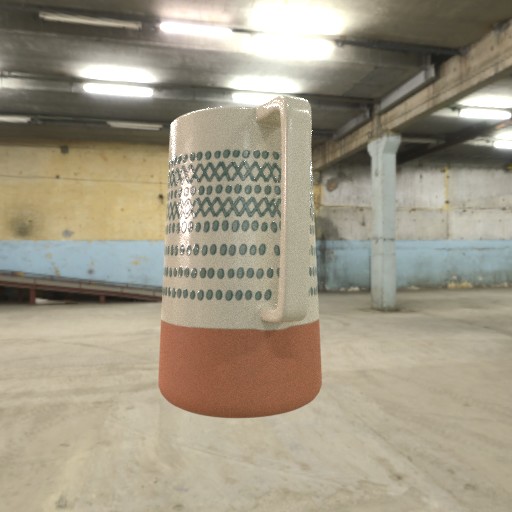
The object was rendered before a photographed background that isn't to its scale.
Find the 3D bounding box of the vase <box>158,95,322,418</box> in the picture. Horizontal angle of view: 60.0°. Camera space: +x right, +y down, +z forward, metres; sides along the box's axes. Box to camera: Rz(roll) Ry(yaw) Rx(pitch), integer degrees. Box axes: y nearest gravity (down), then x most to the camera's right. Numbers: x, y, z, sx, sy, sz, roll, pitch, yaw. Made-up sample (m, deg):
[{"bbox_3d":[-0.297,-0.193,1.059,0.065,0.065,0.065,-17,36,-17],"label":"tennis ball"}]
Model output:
[{"bbox_3d":[0.000,0.000,0.471,0.168,0.247,0.326,0,0,16],"label":"vase"}]
